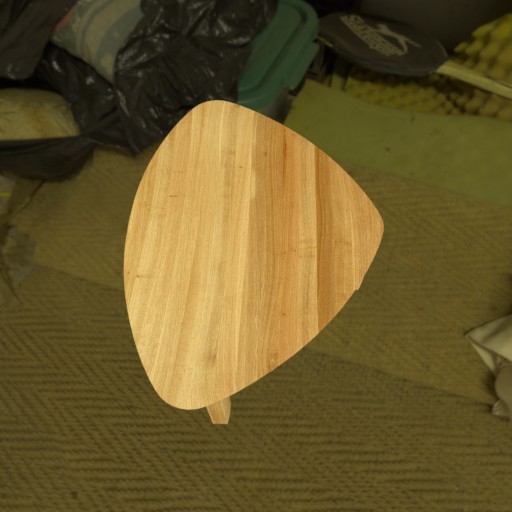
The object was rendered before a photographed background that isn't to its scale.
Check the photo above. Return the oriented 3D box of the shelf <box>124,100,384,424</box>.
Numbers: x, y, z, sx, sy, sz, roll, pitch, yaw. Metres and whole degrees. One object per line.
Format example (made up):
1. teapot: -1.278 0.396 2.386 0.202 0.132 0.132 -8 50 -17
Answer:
1. shelf: 0.000 0.000 1.691 0.863 0.439 1.240 1 58 1
